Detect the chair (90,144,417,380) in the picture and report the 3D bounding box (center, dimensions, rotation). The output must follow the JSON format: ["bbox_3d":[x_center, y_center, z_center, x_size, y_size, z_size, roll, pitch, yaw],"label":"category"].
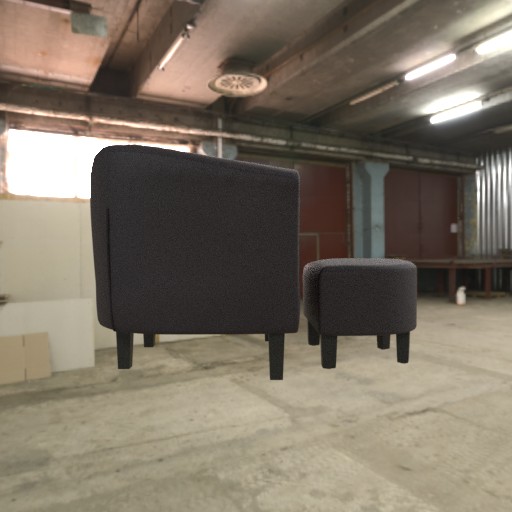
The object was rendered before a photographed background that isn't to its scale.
[{"bbox_3d":[0.000,0.000,1.677,1.191,0.760,0.763,0,1,0],"label":"chair"}]
